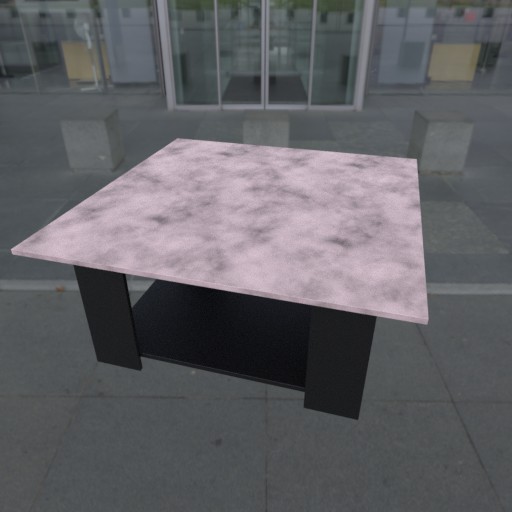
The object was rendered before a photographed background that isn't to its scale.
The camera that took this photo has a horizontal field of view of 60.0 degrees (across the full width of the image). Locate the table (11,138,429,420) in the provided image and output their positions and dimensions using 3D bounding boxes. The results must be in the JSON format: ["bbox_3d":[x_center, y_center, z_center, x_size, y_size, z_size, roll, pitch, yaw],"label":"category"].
[{"bbox_3d":[0.000,0.000,1.023,0.670,0.305,0.670,8,32,14],"label":"table"}]
